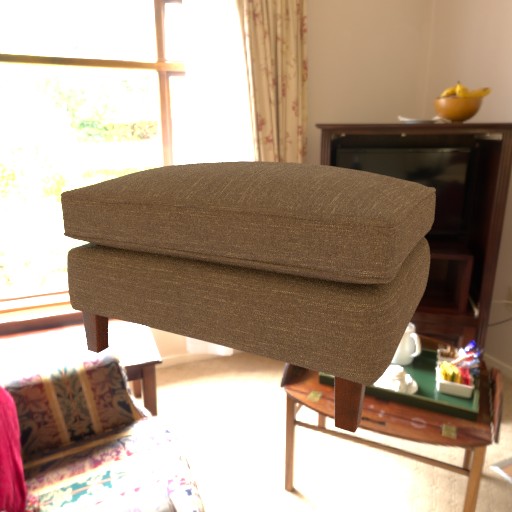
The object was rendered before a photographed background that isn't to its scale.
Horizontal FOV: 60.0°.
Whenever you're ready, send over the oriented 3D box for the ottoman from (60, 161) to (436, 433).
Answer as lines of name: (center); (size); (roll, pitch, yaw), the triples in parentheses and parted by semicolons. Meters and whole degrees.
ottoman: (0.000, 0.000, 0.978); (0.686, 0.406, 0.508); (8, 17, 27)
